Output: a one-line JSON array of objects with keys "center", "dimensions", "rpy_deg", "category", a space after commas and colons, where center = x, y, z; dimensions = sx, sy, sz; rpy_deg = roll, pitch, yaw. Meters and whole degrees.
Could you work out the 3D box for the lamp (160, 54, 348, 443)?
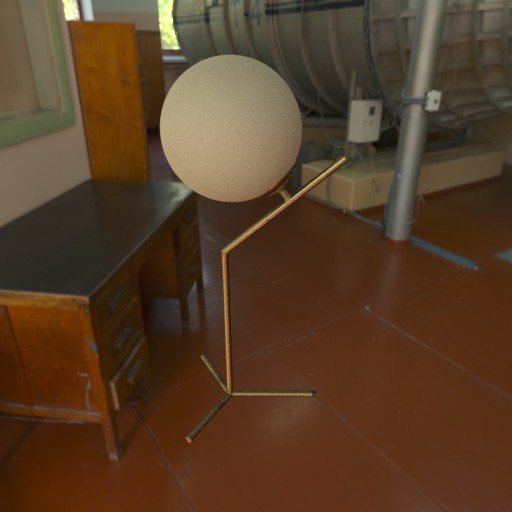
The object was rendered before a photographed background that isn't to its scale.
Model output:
[{"center": [0.000, 0.000, 0.667], "dimensions": [0.251, 0.552, 0.210], "rpy_deg": [0, 26, 0], "category": "lamp"}]
